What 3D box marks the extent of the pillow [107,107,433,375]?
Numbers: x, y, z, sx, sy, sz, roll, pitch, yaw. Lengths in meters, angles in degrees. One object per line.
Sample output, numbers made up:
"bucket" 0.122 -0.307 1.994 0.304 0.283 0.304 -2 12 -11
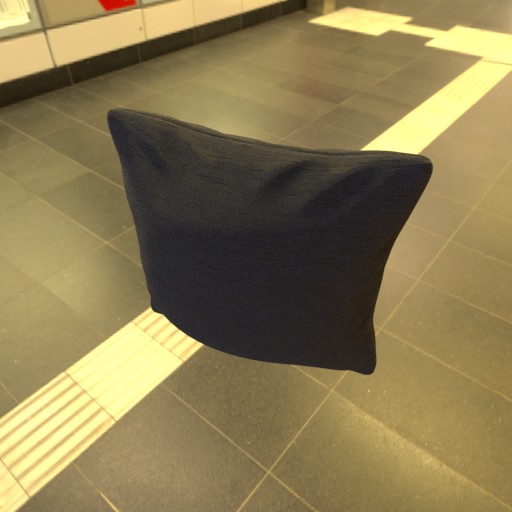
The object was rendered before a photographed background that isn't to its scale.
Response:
"pillow" 0.000 0.000 0.683 0.432 0.414 0.246 13 43 15
